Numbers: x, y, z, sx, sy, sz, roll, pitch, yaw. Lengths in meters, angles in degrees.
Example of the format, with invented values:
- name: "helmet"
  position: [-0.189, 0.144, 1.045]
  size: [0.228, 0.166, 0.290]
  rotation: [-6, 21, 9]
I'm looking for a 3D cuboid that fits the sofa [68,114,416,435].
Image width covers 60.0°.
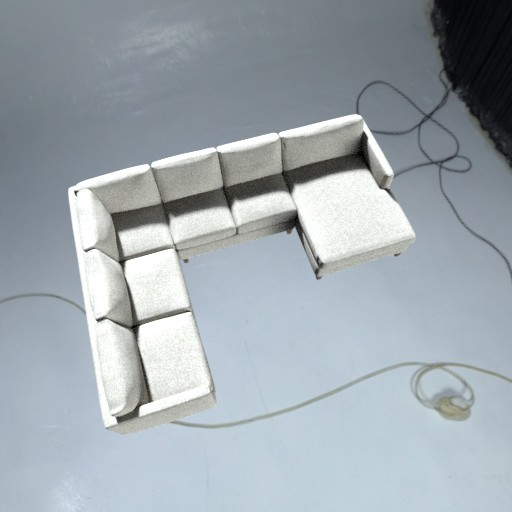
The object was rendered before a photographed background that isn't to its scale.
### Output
- name: "sofa"
  position: [0.000, 0.000, 4.654]
  size: [3.460, 0.959, 2.593]
  rotation: [-16, 64, -8]
